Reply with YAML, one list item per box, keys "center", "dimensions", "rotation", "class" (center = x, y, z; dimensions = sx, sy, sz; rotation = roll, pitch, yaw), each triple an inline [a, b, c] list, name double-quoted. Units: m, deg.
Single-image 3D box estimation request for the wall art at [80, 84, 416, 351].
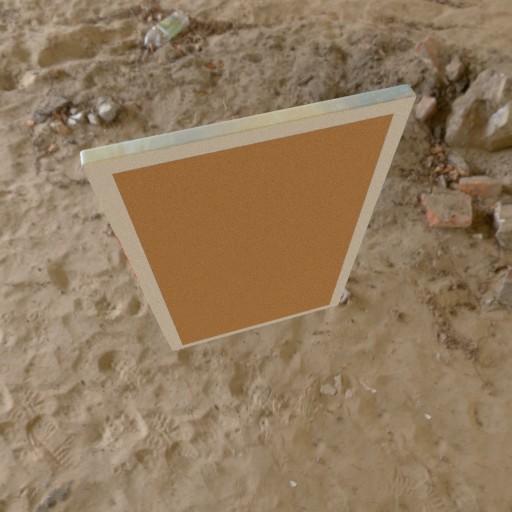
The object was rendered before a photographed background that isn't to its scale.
- center: [0.000, 0.000, 1.167]
  dimensions: [0.605, 0.915, 0.037]
  rotation: [-14, 60, -8]
  class: "wall art"
